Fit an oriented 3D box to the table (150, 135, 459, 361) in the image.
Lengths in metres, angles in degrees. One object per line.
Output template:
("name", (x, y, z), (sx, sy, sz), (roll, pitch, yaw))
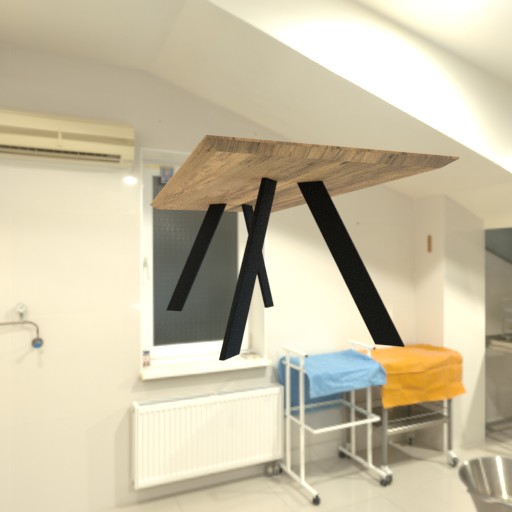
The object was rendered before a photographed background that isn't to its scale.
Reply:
("table", (0.000, 0.000, 2.512), (1.000, 0.770, 2.000), (0, 0, -18))
